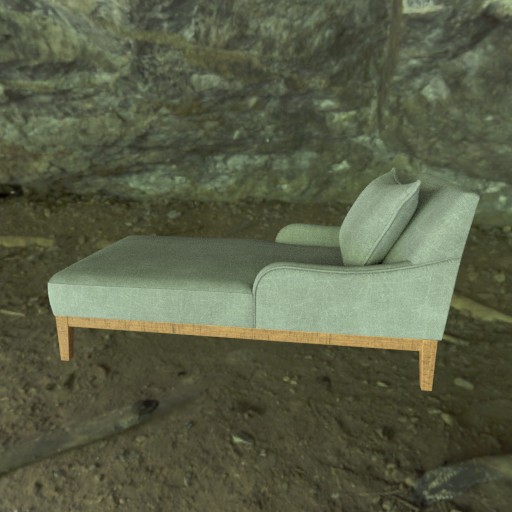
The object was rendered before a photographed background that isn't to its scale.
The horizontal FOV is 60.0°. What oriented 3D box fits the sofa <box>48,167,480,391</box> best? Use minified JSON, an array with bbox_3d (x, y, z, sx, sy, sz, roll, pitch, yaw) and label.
[{"bbox_3d":[0.000,0.000,2.250,1.779,0.859,0.894,2,16,9],"label":"sofa"}]
